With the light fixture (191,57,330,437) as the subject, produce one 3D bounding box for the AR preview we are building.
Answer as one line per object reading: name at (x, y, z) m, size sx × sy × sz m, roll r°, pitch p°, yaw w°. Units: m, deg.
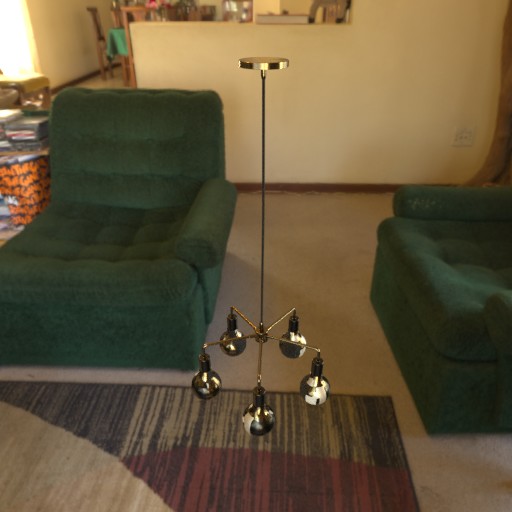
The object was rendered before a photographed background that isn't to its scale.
light fixture at (0.000, 0.000, 1.214) m, size 0.421 × 0.988 × 0.438 m, roll -8°, pitch 31°, yaw -13°
